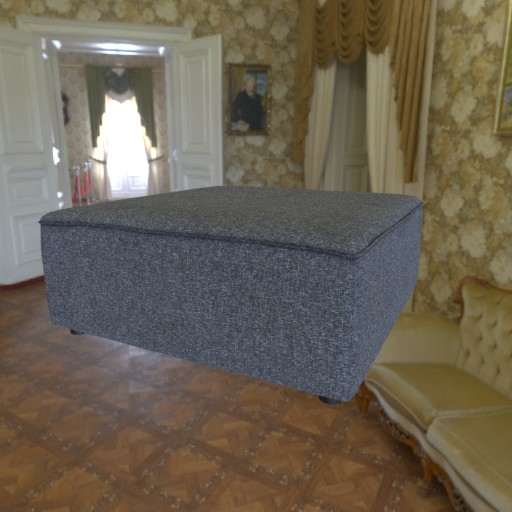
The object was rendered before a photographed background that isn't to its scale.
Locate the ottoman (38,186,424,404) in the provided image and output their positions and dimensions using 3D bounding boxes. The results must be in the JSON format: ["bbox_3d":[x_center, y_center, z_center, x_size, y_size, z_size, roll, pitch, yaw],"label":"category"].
[{"bbox_3d":[0.000,0.000,1.599,1.017,0.423,1.021,7,16,27],"label":"ottoman"}]
